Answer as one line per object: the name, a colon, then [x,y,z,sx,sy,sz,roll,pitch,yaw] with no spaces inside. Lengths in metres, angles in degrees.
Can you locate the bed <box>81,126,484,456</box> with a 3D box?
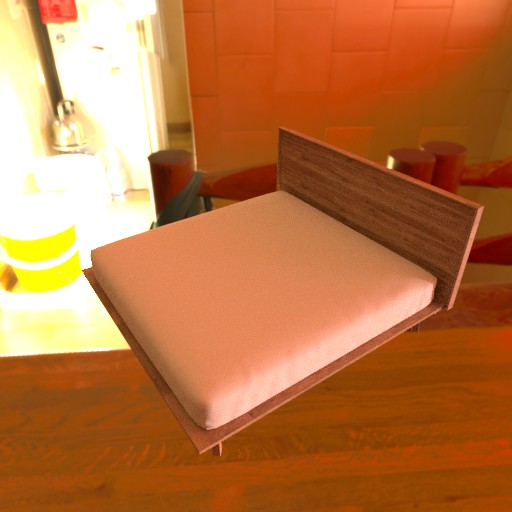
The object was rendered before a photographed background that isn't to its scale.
bed: [0.000,0.000,3.399,2.167,1.100,2.116,-21,39,-29]
